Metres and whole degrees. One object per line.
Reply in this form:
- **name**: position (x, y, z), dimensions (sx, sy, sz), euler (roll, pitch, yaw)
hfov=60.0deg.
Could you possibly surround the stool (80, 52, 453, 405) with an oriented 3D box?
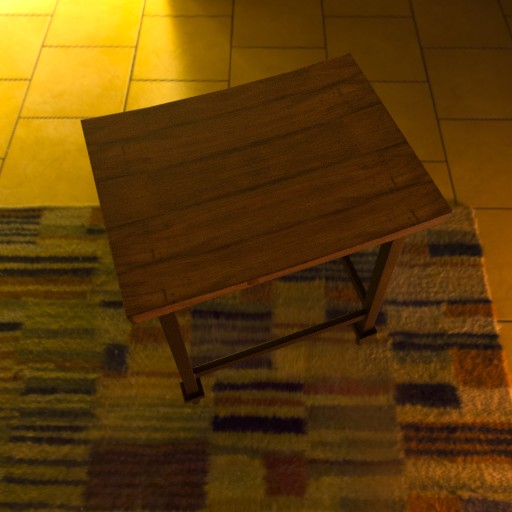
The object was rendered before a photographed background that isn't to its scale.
- **stool**: position (0.000, 0.000, 0.944), dimensions (0.486, 0.625, 0.405), euler (-18, 65, -9)
